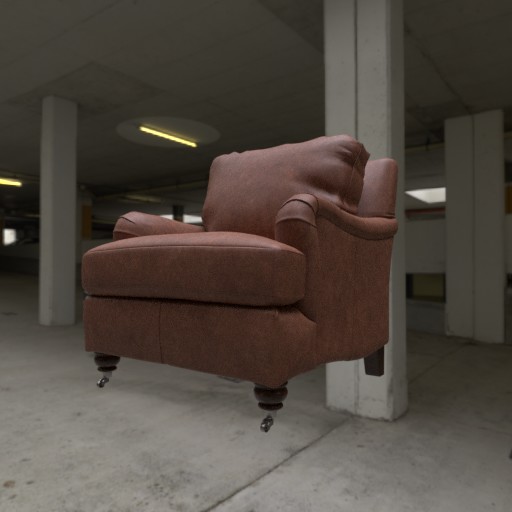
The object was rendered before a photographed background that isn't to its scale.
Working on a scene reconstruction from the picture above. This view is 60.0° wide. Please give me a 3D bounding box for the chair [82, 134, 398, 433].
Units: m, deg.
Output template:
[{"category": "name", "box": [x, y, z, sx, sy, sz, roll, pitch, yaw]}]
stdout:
[{"category": "chair", "box": [0.000, 0.000, 1.947, 0.986, 1.055, 1.158, -1, -1, 36]}]
